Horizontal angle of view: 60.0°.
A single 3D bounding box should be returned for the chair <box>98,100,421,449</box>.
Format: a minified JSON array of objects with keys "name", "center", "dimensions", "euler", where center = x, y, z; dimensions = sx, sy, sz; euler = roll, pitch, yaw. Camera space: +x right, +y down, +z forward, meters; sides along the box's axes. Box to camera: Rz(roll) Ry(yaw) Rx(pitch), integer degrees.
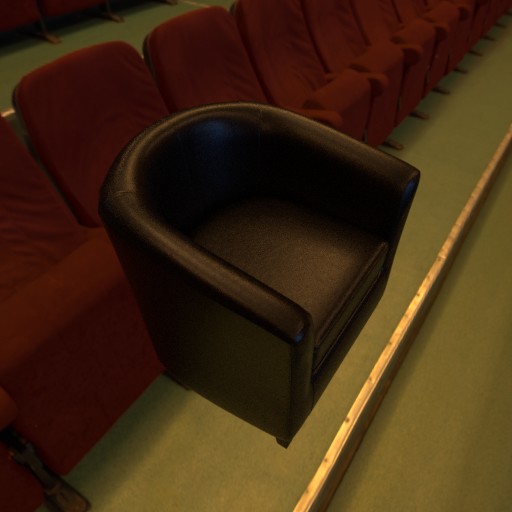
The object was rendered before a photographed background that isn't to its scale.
[{"name":"chair","center":[0.000,0.000,1.425],"dimensions":[0.727,0.756,0.793],"euler":[24,48,24]}]
